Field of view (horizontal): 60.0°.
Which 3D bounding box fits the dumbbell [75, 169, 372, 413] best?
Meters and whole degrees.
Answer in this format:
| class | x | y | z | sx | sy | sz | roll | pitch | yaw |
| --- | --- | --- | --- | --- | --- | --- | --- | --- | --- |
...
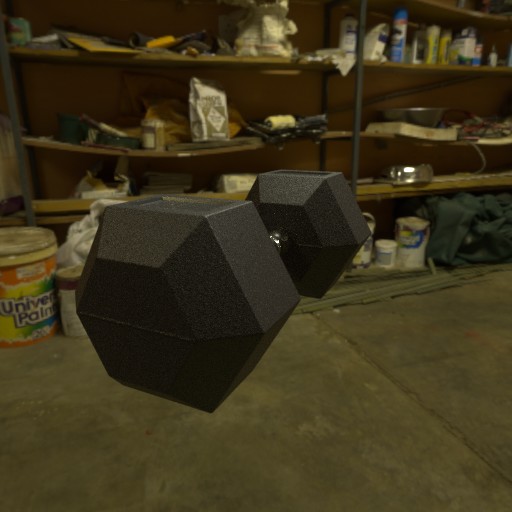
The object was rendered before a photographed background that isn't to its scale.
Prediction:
| class | x | y | z | sx | sy | sz | roll | pitch | yaw |
| --- | --- | --- | --- | --- | --- | --- | --- | --- | --- |
| dumbbell | 0.000 | 0.000 | 0.468 | 0.173 | 0.150 | 0.384 | 8 | 18 | 25 |
